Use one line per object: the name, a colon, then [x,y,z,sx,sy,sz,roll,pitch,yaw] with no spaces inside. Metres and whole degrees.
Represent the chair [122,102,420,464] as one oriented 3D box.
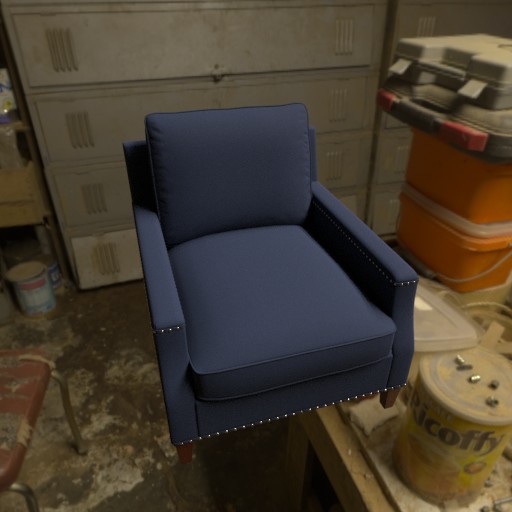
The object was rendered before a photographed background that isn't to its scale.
chair: [0.000,0.000,1.694,0.853,0.943,1.014,-9,33,-14]
